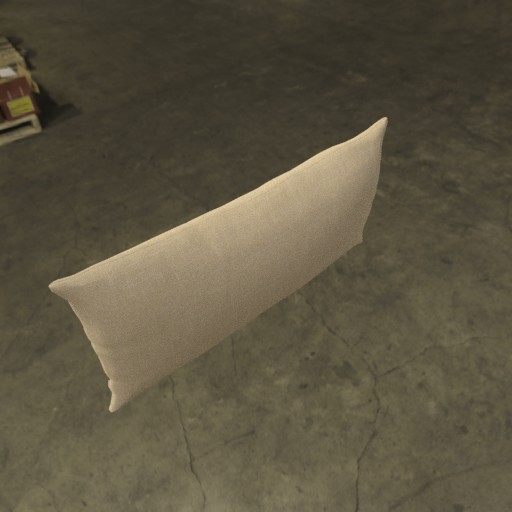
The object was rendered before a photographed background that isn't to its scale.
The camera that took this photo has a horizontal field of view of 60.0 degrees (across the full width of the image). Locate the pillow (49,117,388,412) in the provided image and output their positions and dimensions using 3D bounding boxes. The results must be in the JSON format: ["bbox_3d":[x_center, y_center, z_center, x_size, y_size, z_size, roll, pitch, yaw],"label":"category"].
[{"bbox_3d":[0.000,0.000,0.737,0.612,0.308,0.148,-31,53,-27],"label":"pillow"}]
